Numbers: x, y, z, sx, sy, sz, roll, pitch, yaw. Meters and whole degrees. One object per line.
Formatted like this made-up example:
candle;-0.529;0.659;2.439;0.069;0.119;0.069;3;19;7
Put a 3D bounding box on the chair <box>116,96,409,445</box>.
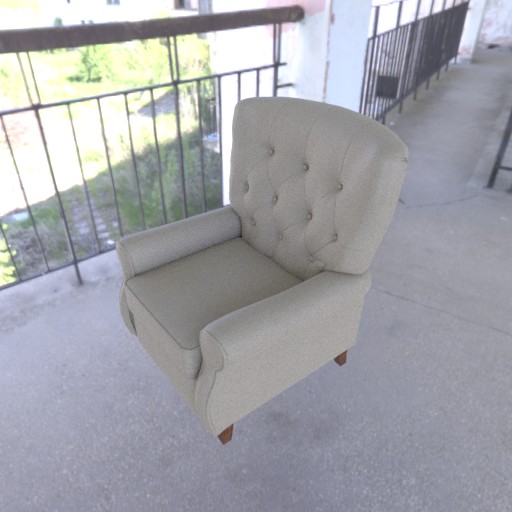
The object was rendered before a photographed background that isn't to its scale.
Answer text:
chair;0.000;0.000;1.945;1.059;1.158;0.943;-23;40;-31
